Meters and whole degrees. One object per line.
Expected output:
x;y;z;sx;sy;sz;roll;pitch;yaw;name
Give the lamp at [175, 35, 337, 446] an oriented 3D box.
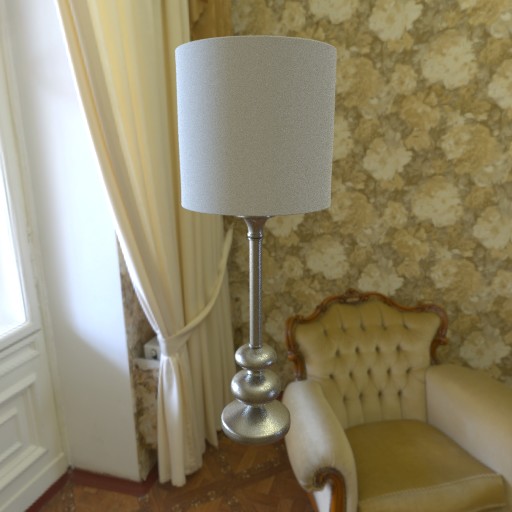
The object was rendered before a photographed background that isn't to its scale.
0.000;0.000;0.789;0.254;0.690;0.254;-8;17;-27;lamp
